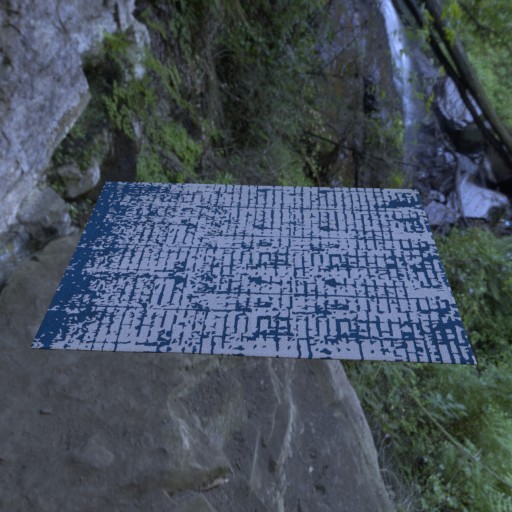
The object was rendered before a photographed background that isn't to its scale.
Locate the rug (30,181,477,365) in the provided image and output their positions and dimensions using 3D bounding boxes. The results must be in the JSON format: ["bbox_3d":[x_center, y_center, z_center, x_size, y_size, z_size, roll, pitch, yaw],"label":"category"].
[{"bbox_3d":[0.000,0.000,2.933,2.435,0.011,1.517,2,46,2],"label":"rug"}]
